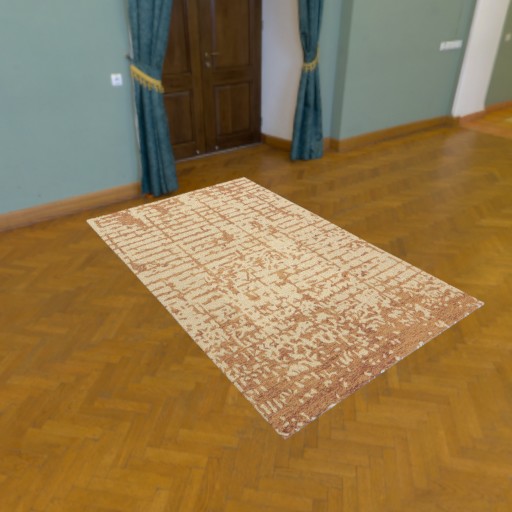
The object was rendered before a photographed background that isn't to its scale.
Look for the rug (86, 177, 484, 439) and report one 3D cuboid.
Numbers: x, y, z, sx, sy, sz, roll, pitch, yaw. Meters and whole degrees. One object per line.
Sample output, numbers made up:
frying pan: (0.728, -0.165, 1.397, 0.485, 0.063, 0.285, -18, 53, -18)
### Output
rug: (0.000, 0.000, 3.032, 1.517, 0.011, 2.435, -21, 38, -30)
